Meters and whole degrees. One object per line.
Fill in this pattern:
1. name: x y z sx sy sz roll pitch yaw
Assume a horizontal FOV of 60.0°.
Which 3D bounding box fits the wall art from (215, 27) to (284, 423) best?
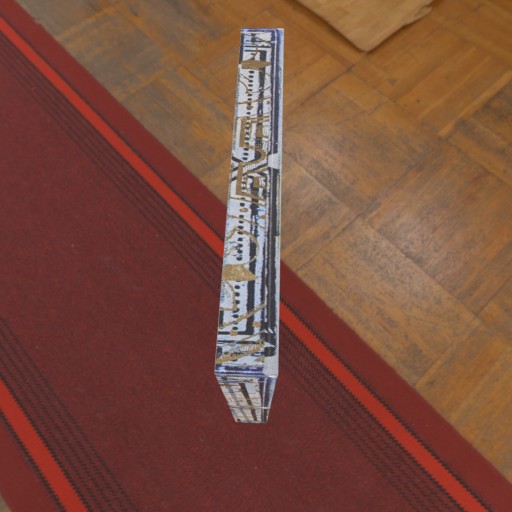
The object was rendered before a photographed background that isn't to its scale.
1. wall art: 0.000 0.000 0.465 0.038 0.306 0.302 2 64 1
